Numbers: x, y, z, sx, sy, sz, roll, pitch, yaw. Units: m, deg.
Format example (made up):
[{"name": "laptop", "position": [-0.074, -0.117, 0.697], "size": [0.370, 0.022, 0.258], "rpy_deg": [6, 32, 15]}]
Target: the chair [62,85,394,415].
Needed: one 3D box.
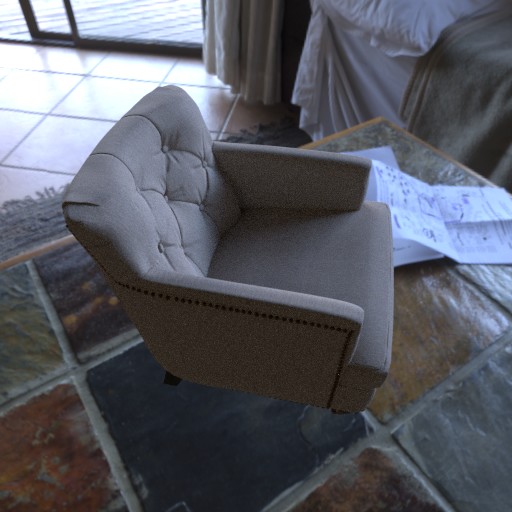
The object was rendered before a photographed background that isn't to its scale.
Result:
[{"name": "chair", "position": [0.000, 0.000, 1.479], "size": [0.902, 0.823, 0.737], "rpy_deg": [9, 47, 8]}]
